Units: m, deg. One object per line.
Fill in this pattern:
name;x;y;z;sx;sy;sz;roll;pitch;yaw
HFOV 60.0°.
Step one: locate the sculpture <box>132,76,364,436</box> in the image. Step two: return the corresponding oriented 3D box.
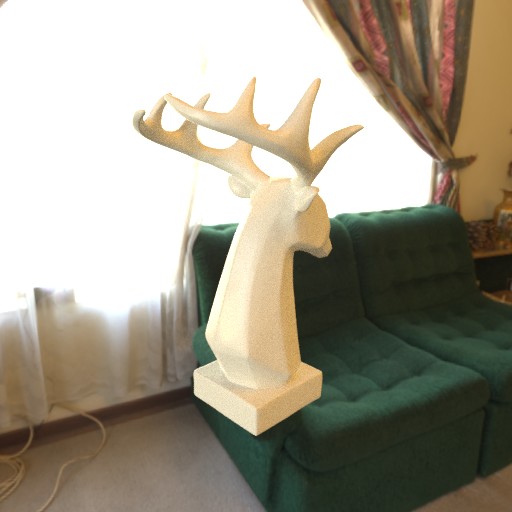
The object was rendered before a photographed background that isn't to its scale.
sculpture;0.000;0.000;0.458;0.224;0.329;0.174;-13;20;-42
